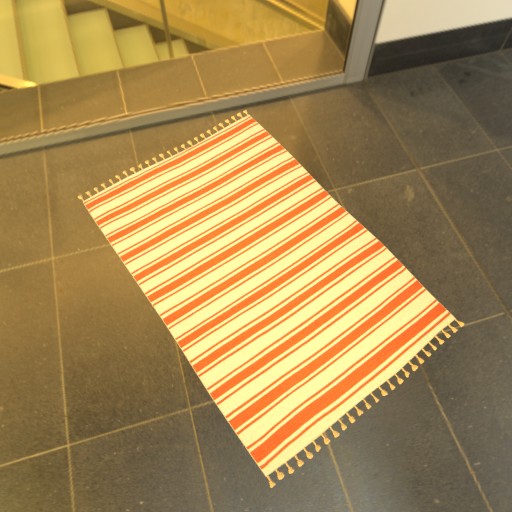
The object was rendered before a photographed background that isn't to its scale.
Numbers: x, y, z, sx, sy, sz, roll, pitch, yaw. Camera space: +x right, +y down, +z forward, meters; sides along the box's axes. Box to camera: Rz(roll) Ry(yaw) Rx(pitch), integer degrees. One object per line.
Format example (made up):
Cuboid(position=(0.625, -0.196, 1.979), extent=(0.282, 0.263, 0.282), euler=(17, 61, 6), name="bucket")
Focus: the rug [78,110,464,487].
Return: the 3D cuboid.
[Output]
Cuboid(position=(0.000, 0.000, 3.073), extent=(1.556, 0.022, 2.433), euler=(-32, 65, -17), name="rug")
